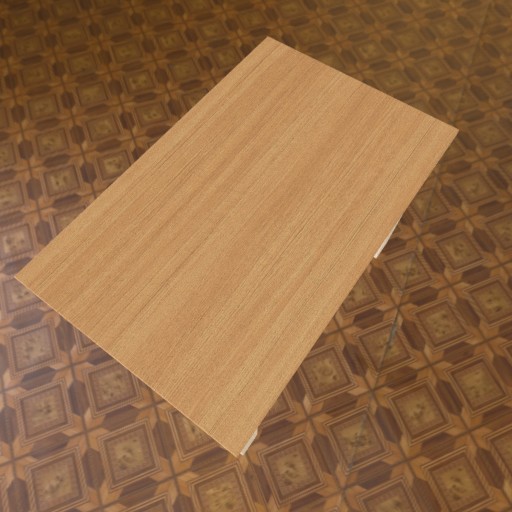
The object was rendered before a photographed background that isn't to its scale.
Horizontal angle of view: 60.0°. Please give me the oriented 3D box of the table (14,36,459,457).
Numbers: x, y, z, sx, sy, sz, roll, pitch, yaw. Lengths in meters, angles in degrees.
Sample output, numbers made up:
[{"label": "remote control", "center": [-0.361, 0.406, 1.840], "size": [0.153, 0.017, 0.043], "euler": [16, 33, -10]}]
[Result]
[{"label": "table", "center": [0.000, 0.000, 1.544], "size": [0.700, 0.734, 1.100], "euler": [33, 68, 15]}]
